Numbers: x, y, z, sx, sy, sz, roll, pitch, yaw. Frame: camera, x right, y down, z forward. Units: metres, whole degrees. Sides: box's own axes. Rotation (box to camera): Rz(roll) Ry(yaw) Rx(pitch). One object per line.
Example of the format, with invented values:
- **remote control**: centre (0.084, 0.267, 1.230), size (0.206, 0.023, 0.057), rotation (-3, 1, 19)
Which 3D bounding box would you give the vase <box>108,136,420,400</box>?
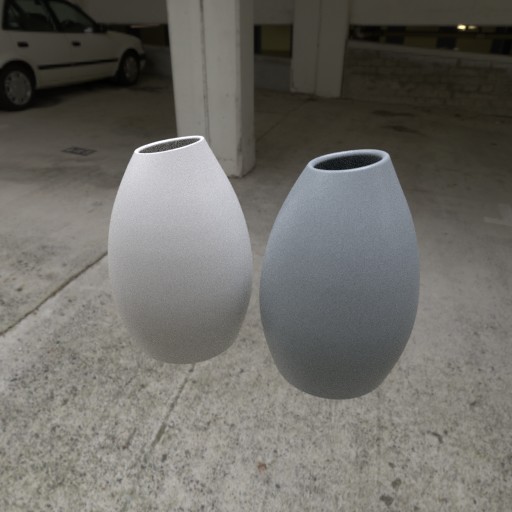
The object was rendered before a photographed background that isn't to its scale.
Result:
- **vase**: centre (0.000, 0.000, 0.261), size (0.187, 0.131, 0.089), rotation (8, 30, 15)
